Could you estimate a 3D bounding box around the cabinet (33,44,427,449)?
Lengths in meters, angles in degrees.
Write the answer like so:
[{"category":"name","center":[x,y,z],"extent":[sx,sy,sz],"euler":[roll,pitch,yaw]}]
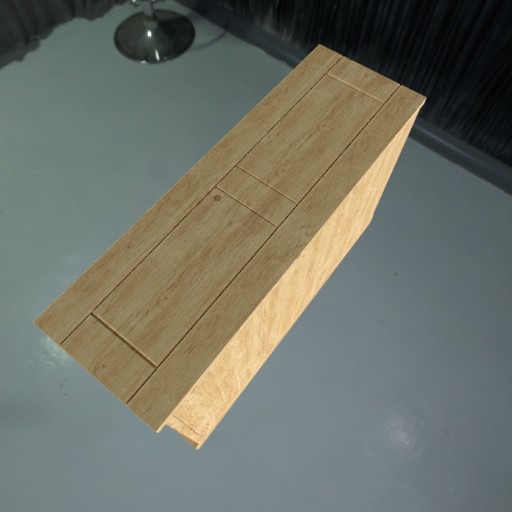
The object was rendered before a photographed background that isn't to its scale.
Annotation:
[{"category":"cabinet","center":[0.000,0.000,1.675],"extent":[0.432,0.810,1.321],"euler":[34,68,16]}]
